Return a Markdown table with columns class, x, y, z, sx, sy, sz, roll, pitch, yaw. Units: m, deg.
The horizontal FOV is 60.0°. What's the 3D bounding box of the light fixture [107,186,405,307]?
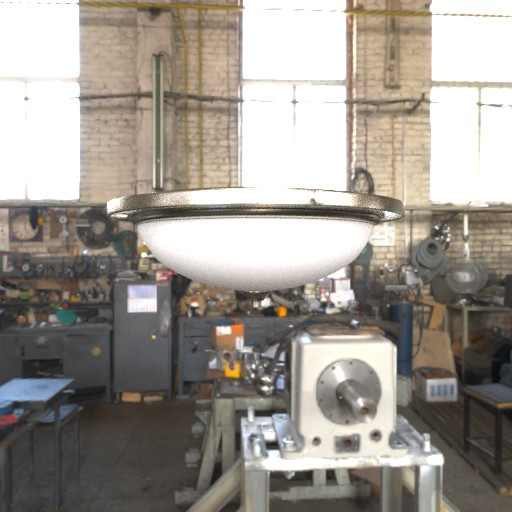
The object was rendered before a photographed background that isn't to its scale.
| class | x | y | z | sx | sy | sz | roll | pitch | yaw |
| --- | --- | --- | --- | --- | --- | --- | --- | --- | --- |
| light fixture | 0.000 | 0.000 | 0.566 | 0.361 | 0.130 | 0.361 | 0 | 0 | 0 |
